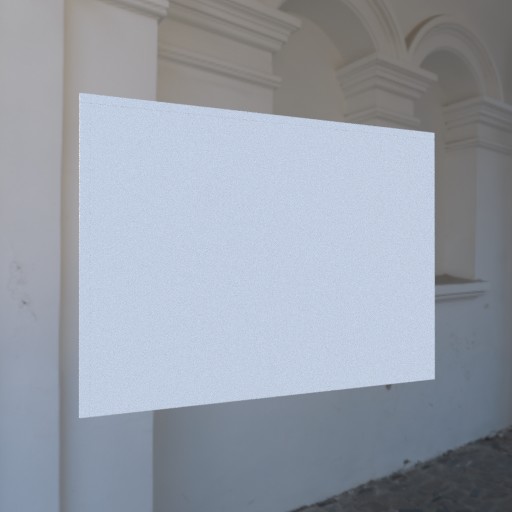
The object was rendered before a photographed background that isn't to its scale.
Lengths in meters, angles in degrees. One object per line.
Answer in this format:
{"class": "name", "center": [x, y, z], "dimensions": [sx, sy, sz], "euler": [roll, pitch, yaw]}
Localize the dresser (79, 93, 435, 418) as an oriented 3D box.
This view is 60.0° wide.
{"class": "dresser", "center": [0.000, 0.000, 1.513], "dimensions": [1.100, 0.820, 0.460], "euler": [0, 0, -19]}
